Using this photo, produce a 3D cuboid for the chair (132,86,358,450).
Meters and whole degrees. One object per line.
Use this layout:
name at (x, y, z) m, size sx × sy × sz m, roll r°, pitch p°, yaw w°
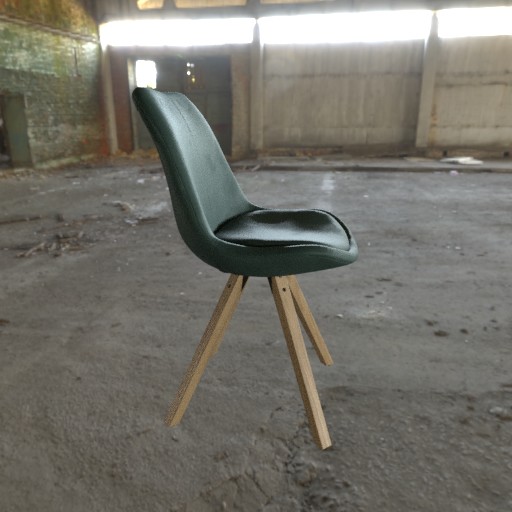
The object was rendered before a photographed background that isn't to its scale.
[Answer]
chair at (0.000, 0.000, 1.222) m, size 0.547 × 0.865 × 0.483 m, roll 3°, pitch 17°, yaw 10°
